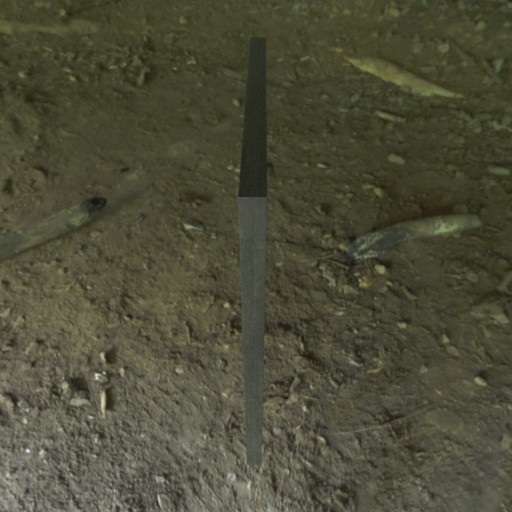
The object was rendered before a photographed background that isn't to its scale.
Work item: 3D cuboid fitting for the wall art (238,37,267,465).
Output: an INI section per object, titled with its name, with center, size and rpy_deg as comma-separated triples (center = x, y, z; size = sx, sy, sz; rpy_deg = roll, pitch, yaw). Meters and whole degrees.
[wall art]
center = 0.000, 0.000, 0.779
size = 0.027, 0.580, 0.479
rpy_deg = 1, 42, 1
